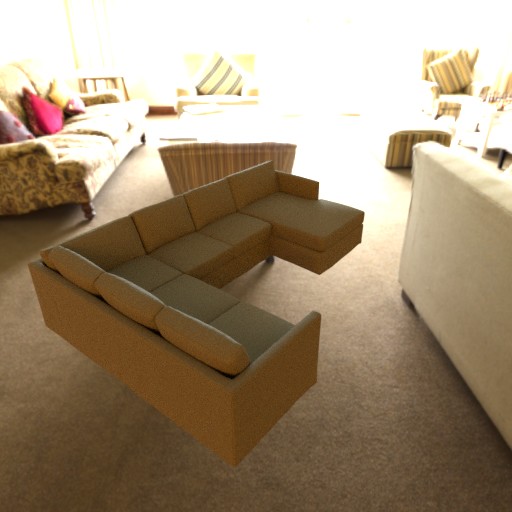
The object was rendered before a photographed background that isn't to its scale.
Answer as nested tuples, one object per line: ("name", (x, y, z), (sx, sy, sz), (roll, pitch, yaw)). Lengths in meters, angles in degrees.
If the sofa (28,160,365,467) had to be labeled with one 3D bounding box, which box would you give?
("sofa", (0.000, 0.000, 4.539), (2.427, 0.882, 3.460), (21, 36, 33))
